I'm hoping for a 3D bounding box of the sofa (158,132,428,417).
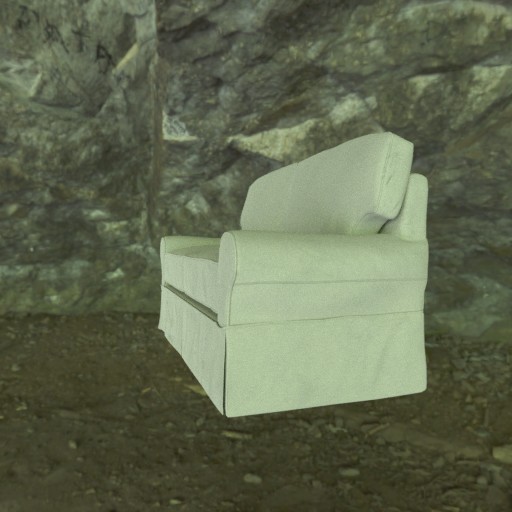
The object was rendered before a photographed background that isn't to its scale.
[{"bbox_3d":[0.000,0.000,2.357,0.841,1.024,1.823,-1,2,-19],"label":"sofa"}]
